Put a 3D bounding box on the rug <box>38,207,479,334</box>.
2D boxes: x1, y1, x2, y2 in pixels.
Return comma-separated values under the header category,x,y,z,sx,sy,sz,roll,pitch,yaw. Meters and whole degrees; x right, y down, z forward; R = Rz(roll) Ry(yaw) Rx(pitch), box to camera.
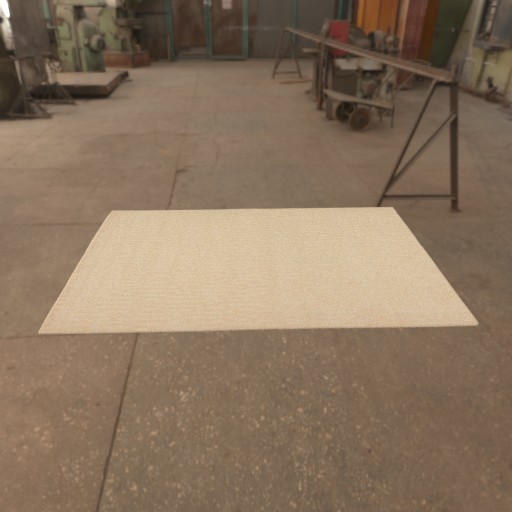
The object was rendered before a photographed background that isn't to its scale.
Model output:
category,x,y,z,sx,sy,sz,roll,pitch,yaw
rug,0.000,0.000,2.366,1.848,0.014,1.238,-1,30,-2
